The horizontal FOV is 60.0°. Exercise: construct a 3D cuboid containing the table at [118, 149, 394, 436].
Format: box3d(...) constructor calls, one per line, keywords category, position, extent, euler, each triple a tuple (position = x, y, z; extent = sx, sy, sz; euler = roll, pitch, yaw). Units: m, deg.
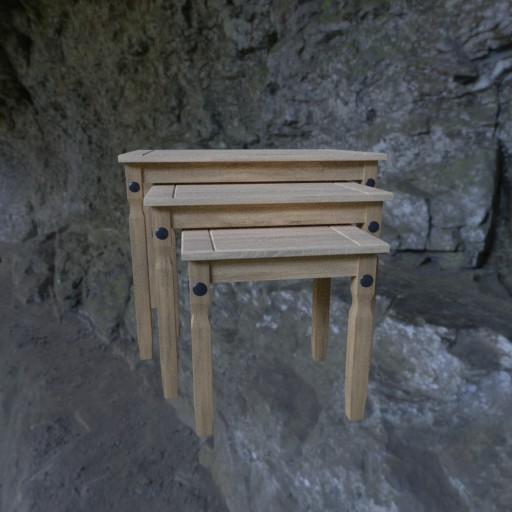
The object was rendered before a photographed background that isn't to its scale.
box3d(category="table", position=(0.000, 0.000, 1.186), extent=(0.660, 0.535, 0.773), euler=(-2, 15, -9))
